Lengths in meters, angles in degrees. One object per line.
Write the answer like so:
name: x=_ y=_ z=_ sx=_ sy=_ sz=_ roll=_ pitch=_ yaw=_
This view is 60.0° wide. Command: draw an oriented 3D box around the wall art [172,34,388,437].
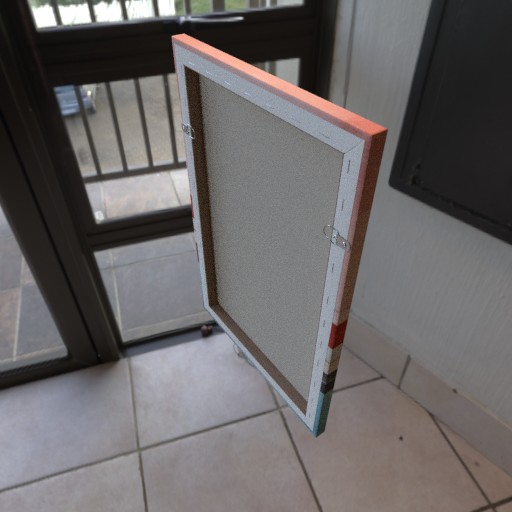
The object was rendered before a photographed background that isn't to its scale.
wall art: x=0.000 y=0.000 z=1.133 sx=0.038 sy=0.914 sz=0.610 roll=-26 pitch=48 yaw=-26
